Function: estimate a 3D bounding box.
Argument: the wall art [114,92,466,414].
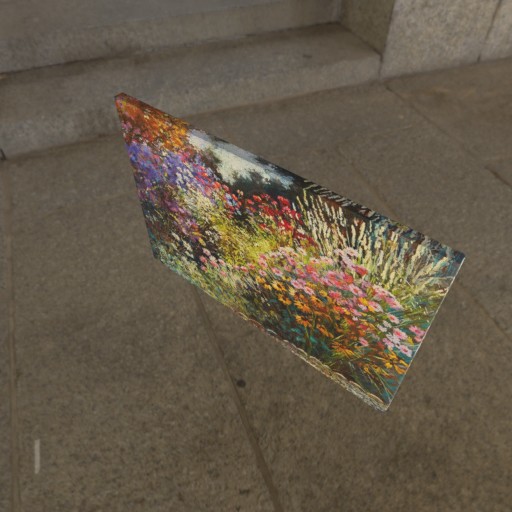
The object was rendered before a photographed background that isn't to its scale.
[{"bbox_3d":[0.000,0.000,1.462,1.136,0.760,0.042,31,54,25],"label":"wall art"}]
